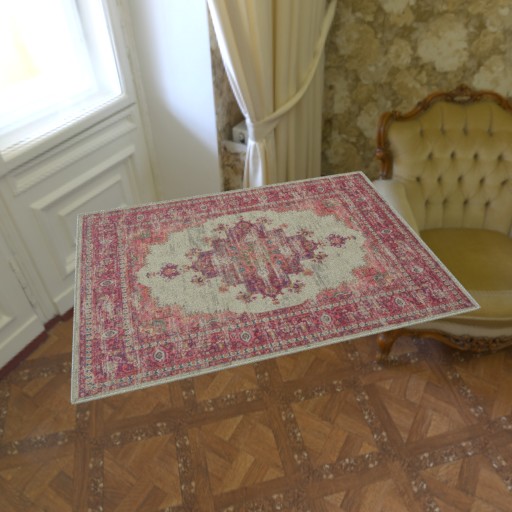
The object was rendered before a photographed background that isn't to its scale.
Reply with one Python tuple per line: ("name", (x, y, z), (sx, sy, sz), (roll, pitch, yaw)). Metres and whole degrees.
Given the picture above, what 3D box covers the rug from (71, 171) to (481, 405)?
("rug", (0.000, 0.000, 3.679), (2.878, 0.014, 2.005), (-11, 43, -12))
